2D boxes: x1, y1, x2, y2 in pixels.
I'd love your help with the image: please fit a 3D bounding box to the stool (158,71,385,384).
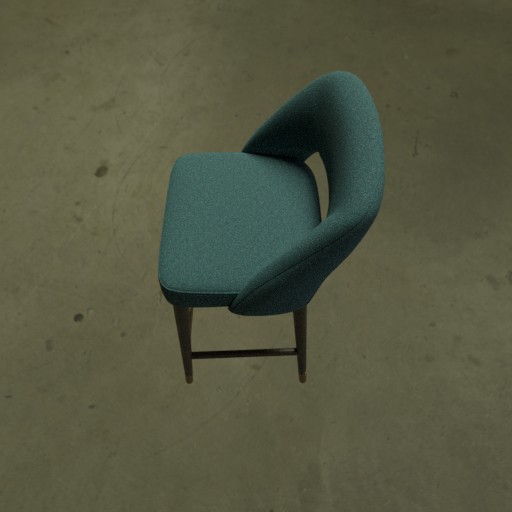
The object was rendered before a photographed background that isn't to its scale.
[{"bbox_3d":[0.000,0.000,1.334,0.522,1.032,0.536,0,57,0],"label":"stool"}]
